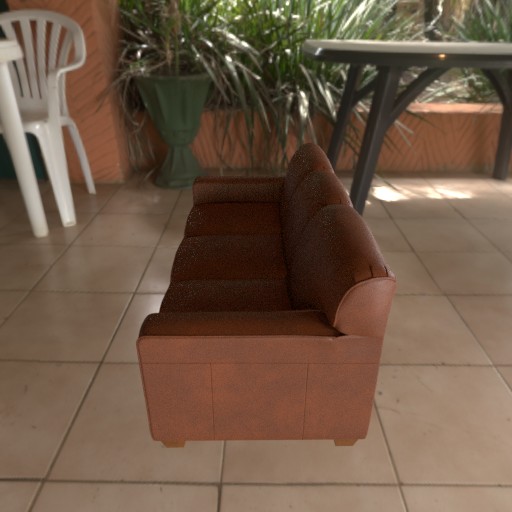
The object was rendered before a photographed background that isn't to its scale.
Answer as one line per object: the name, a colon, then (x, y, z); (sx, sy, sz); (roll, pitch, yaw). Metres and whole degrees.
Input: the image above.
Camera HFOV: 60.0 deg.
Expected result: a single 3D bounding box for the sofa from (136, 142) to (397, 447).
sofa: (0.000, 0.000, 2.635); (1.008, 0.953, 2.039); (0, 28, -1)
